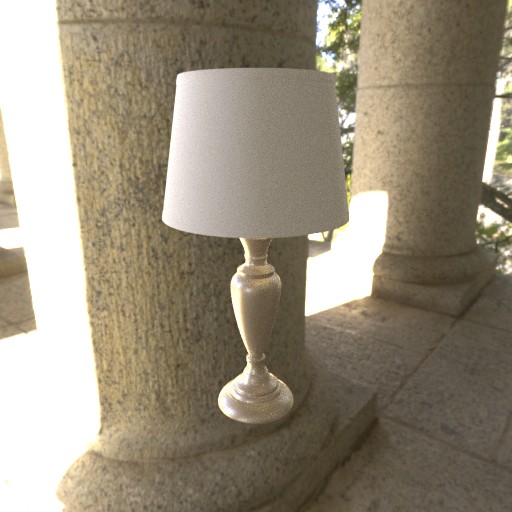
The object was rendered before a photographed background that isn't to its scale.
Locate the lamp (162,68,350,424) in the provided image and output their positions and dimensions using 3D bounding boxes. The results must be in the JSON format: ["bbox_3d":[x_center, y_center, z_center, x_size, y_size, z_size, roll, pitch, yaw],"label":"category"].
[{"bbox_3d":[0.000,0.000,0.813,0.328,0.612,0.328,0,17,0],"label":"lamp"}]
